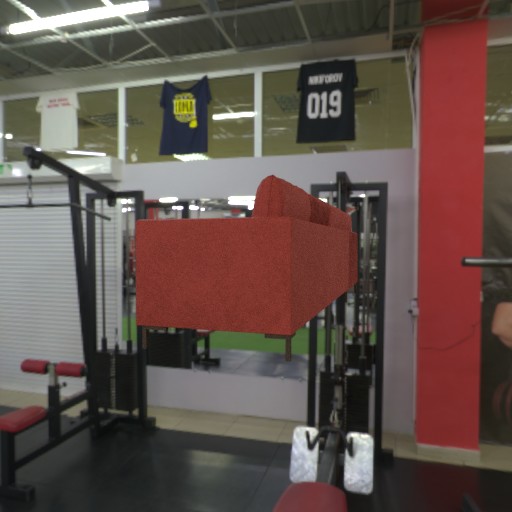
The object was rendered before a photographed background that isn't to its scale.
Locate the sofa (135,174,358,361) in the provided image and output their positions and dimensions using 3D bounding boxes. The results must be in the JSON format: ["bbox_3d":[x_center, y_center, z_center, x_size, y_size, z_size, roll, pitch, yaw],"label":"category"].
[{"bbox_3d":[0.000,0.000,4.048,1.500,0.967,3.400,0,2,18],"label":"sofa"}]
